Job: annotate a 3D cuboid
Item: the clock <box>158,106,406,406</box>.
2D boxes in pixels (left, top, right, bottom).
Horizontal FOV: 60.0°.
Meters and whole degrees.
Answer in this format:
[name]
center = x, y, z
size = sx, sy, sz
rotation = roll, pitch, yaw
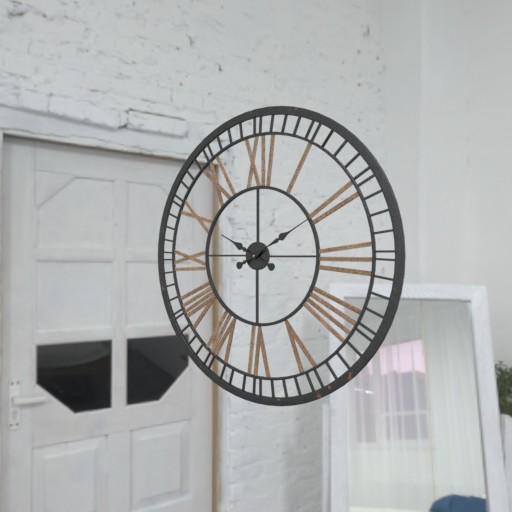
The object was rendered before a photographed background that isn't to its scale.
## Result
[clock]
center = 0.000, 0.000, 1.266
size = 0.843, 0.843, 0.025
rotation = 0, 0, 37
